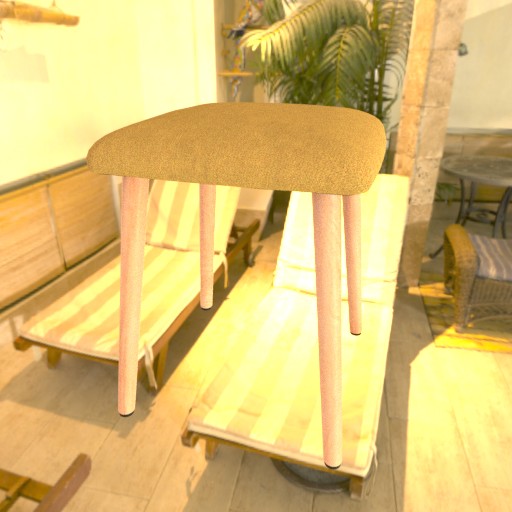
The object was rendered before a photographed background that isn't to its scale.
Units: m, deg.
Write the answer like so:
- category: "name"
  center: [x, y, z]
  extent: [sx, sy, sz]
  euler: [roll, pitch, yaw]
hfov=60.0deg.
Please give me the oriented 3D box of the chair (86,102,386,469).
- category: "chair"
  center: [0.000, 0.000, 0.693]
  extent: [0.350, 0.440, 0.350]
  euler: [7, 26, 15]
